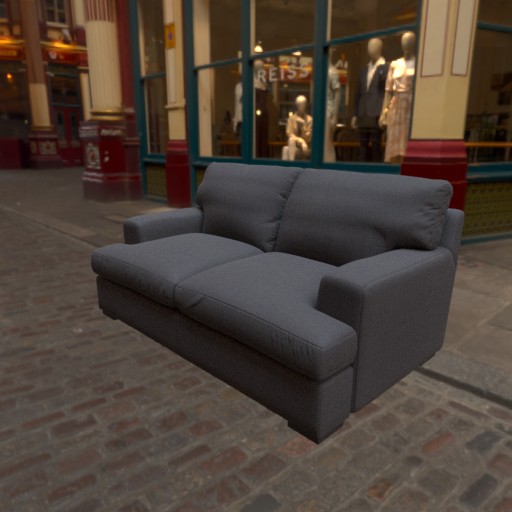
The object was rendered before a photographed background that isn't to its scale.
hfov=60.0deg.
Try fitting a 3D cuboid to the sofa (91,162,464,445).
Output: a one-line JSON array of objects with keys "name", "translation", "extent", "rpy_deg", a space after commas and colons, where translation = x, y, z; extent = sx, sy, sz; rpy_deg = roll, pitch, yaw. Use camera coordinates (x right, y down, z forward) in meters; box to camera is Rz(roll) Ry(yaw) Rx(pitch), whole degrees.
[{"name": "sofa", "translation": [0.000, 0.000, 2.501], "extent": [1.143, 0.940, 1.880], "rpy_deg": [-15, 21, -42]}]
